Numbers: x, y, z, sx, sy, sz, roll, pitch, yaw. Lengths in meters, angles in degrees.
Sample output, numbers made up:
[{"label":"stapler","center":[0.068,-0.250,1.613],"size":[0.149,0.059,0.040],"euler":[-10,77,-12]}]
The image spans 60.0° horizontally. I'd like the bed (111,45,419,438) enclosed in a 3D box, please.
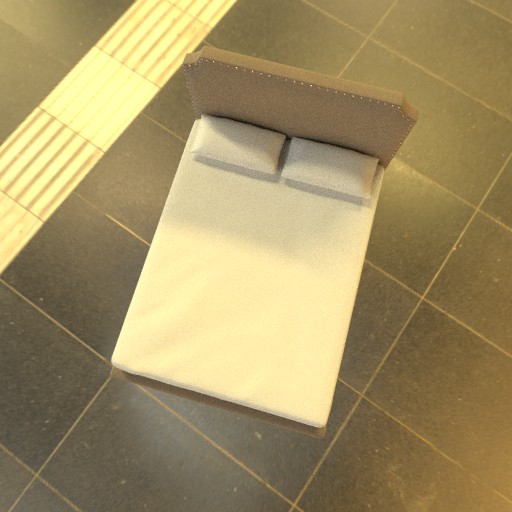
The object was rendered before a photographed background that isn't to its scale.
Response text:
[{"label":"bed","center":[0.000,0.000,3.391],"size":[1.703,1.415,2.329],"euler":[15,76,4]}]
